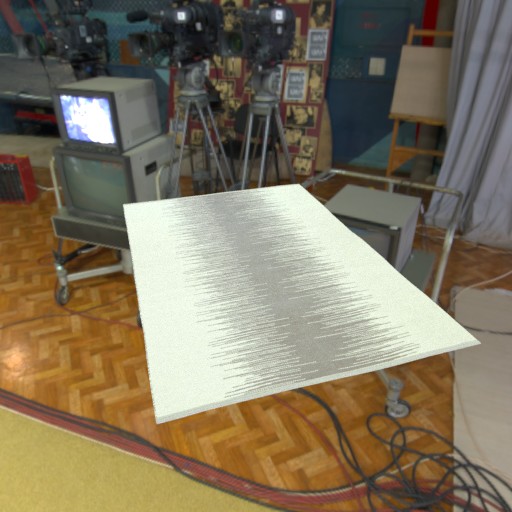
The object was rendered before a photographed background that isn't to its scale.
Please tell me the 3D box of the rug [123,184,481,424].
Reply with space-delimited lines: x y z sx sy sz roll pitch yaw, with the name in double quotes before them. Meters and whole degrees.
"rug" 0.000 0.000 2.278 1.226 0.007 1.815 -9 31 -15
